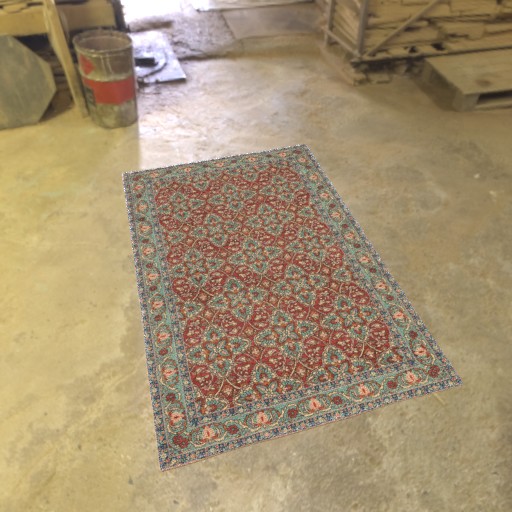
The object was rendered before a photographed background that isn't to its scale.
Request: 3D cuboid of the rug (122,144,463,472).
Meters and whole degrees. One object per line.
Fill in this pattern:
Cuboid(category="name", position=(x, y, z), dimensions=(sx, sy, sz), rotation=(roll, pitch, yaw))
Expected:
Cuboid(category="rug", position=(0.000, 0.000, 2.269), dimensions=(1.219, 0.009, 1.829), rotation=(-12, 47, -11))
